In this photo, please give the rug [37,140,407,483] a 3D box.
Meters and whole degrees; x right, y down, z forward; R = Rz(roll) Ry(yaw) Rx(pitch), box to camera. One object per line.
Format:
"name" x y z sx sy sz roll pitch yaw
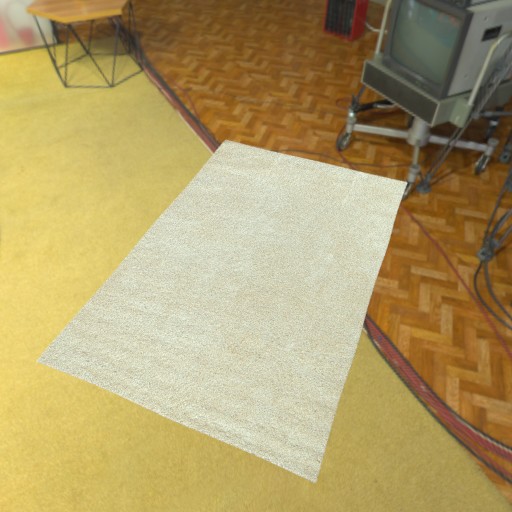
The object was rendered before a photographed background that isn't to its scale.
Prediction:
"rug" 0.000 0.000 3.352 1.800 0.025 2.699 17 49 15
